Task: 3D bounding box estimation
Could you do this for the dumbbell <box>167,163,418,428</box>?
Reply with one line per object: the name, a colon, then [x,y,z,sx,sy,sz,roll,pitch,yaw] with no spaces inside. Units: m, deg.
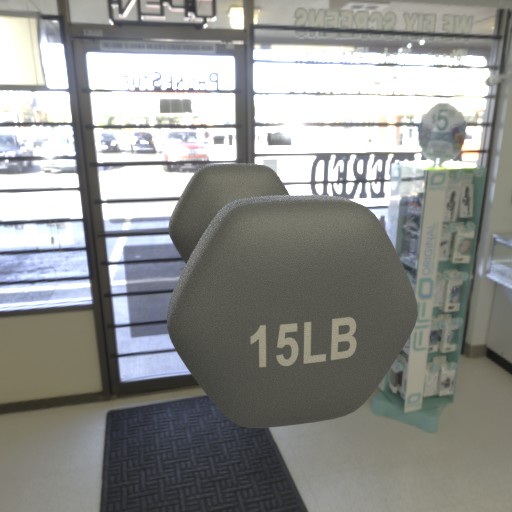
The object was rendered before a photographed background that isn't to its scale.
dumbbell: [0.000,0.000,0.292,0.116,0.105,0.240,-3,16,-10]
